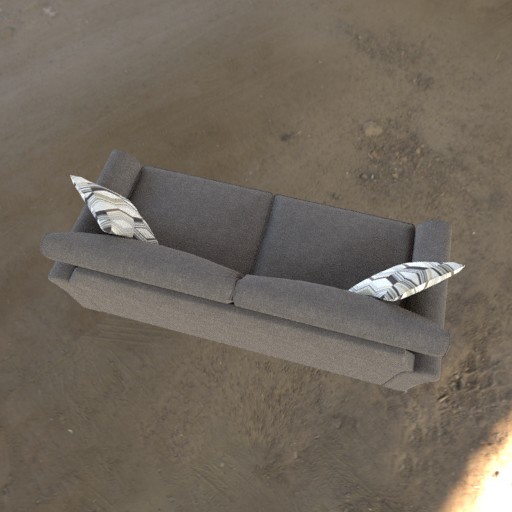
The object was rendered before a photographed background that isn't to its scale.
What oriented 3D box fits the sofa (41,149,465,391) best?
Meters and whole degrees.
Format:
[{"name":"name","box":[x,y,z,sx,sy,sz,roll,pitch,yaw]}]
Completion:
[{"name":"sofa","box":[0.000,0.000,2.458,2.032,0.813,0.889,13,65,6]}]
